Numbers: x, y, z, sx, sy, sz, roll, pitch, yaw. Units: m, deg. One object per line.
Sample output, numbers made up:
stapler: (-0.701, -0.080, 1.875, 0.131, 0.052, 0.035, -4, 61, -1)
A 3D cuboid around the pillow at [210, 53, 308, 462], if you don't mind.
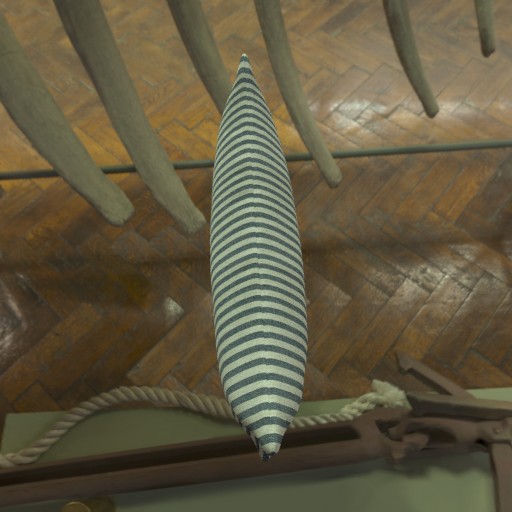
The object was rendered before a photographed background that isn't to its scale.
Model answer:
pillow: (0.000, 0.000, 0.736, 0.151, 0.295, 0.617, -3, 64, -2)
